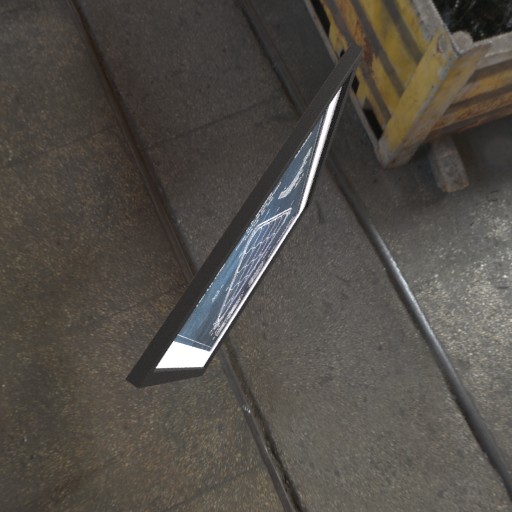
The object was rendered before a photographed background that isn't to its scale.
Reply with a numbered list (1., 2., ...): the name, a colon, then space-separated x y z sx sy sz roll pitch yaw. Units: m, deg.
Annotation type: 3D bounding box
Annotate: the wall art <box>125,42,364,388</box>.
1. wall art: 0.000 0.000 1.212 0.028 0.863 0.755 31 78 7
